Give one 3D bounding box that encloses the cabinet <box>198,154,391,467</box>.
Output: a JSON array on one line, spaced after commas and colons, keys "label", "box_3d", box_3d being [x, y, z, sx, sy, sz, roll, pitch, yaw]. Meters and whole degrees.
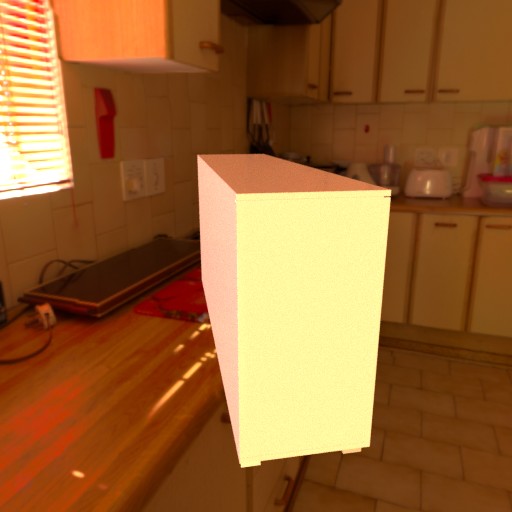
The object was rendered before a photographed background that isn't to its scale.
[{"label": "cabinet", "box_3d": [0.000, 0.000, 1.990, 0.400, 0.800, 1.650, -3, 16, -10]}]
